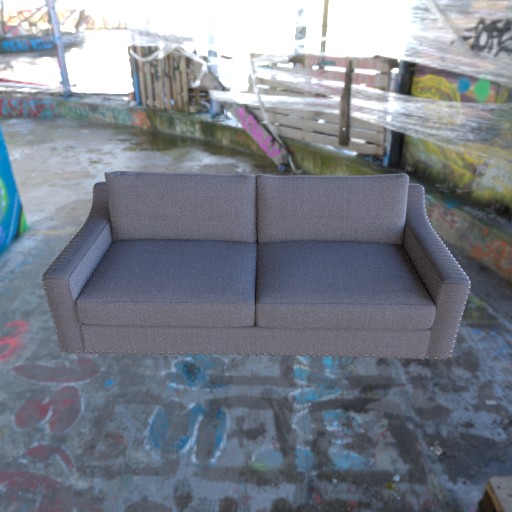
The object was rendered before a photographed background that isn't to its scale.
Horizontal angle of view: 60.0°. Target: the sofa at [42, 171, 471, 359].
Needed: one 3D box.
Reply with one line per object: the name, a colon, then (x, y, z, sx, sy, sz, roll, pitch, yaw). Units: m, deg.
sofa: (0.000, 0.000, 2.706, 2.208, 0.857, 1.000, 1, 30, 1)
